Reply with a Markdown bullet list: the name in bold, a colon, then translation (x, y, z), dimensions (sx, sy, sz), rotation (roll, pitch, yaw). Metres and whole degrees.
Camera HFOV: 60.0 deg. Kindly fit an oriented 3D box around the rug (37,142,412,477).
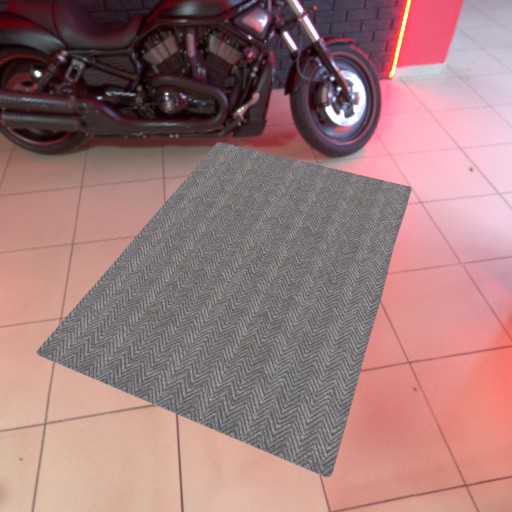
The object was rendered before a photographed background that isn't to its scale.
- **rug**: translation (0.000, 0.000, 5.071), dimensions (2.894, 0.011, 3.957), rotation (17, 49, 15)
